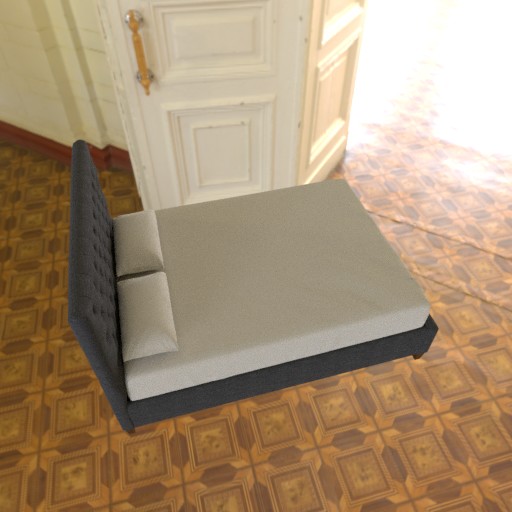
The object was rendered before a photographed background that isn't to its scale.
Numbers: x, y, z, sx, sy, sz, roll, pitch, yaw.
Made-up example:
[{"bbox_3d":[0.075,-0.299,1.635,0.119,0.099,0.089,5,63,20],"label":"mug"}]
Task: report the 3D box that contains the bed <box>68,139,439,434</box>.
[{"bbox_3d":[0.000,0.000,3.428,2.387,1.427,1.698,-11,47,-10],"label":"bed"}]
